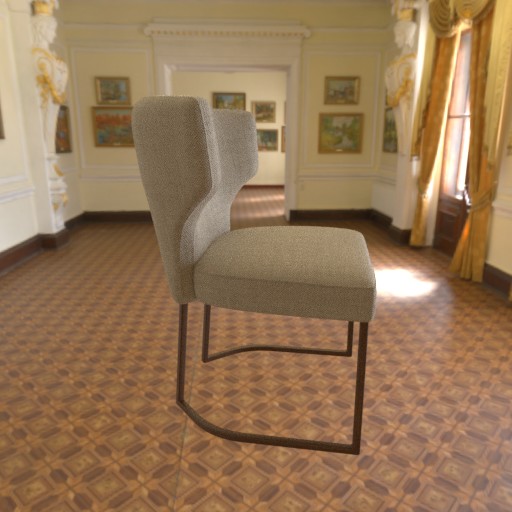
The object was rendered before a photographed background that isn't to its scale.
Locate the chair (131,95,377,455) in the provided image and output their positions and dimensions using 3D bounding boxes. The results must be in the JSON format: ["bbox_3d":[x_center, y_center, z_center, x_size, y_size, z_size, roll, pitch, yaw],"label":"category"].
[{"bbox_3d":[0.000,0.000,1.242,0.617,0.824,0.611,2,15,9],"label":"chair"}]
